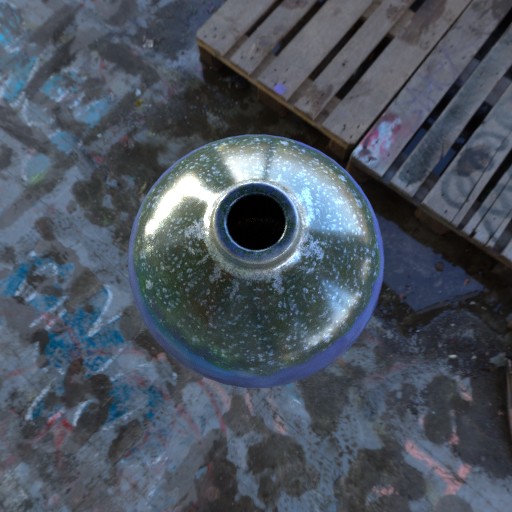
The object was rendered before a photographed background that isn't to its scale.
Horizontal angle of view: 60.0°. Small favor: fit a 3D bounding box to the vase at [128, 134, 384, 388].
[{"bbox_3d":[0.000,0.000,0.267,0.154,0.133,0.154,0,76,0],"label":"vase"}]
